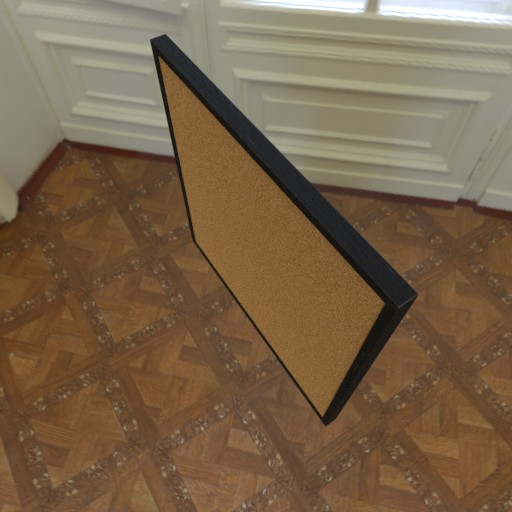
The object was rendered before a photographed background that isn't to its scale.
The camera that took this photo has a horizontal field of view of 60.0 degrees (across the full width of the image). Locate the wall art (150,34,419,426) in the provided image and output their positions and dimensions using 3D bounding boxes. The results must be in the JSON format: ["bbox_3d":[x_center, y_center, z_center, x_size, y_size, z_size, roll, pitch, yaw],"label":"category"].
[{"bbox_3d":[0.000,0.000,1.102,0.037,0.761,0.761,-29,62,-17],"label":"wall art"}]
